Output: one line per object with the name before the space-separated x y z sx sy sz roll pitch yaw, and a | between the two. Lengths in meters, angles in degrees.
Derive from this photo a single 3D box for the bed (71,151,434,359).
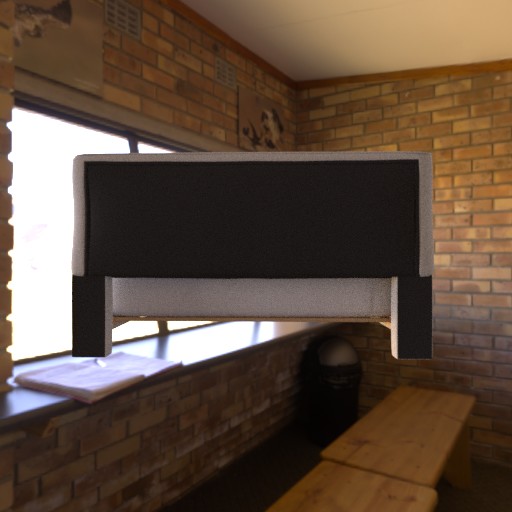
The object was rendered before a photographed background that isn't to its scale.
bed | 0.000 0.000 3.572 1.980 1.126 2.498 0 0 1
